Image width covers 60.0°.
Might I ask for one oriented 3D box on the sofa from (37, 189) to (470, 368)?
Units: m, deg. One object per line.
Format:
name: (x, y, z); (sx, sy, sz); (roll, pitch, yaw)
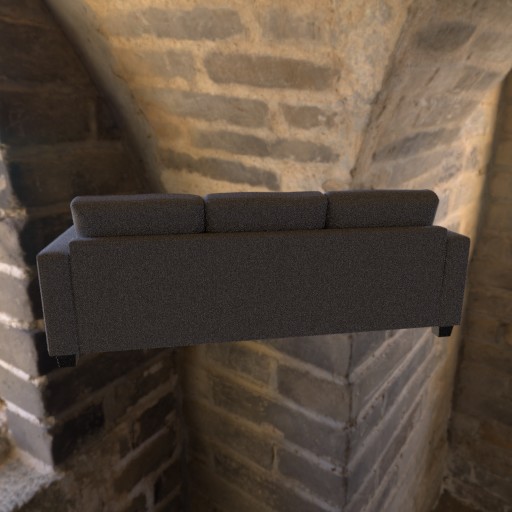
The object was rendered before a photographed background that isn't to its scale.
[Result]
sofa: (0.000, 0.000, 2.568); (2.120, 0.800, 0.900); (-3, 15, -10)
